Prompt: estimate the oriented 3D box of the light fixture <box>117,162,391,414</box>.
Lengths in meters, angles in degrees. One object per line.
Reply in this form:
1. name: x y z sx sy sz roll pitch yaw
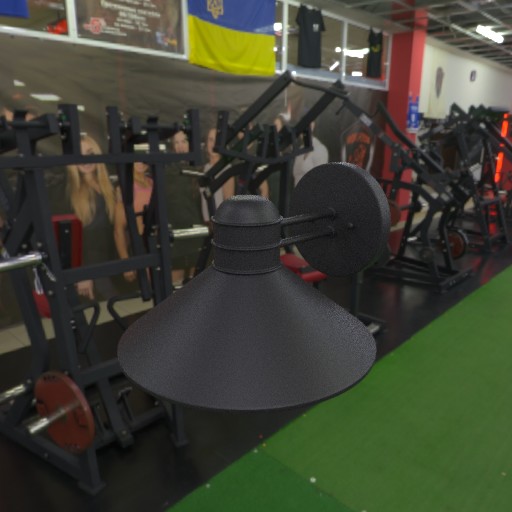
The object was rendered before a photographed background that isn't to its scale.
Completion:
1. light fixture: 0.000 0.000 0.683 0.434 0.265 0.396 -15 21 -42
